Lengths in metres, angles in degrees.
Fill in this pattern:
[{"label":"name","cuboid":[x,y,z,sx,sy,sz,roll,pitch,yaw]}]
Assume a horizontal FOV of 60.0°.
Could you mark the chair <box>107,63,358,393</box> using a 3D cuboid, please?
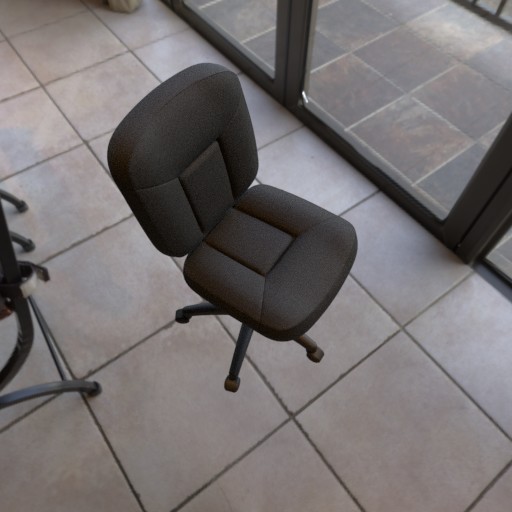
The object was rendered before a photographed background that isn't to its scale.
[{"label":"chair","cuboid":[0.000,0.000,1.373,0.610,0.972,0.610,31,64,17]}]
